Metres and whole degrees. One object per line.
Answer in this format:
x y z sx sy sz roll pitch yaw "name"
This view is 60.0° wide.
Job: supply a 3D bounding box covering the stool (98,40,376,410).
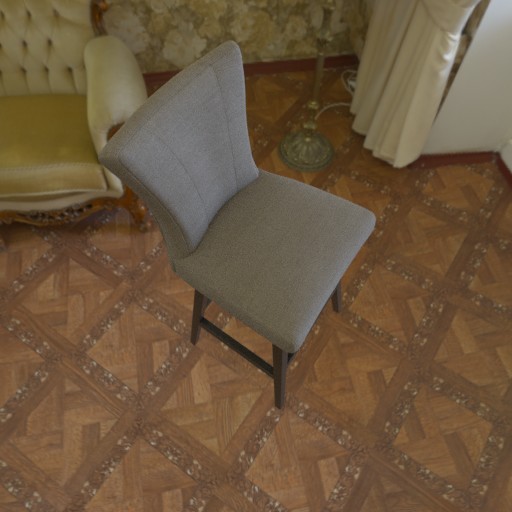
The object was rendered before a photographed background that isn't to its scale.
0.000 0.000 1.447 0.574 1.086 0.514 29 63 17 "stool"
